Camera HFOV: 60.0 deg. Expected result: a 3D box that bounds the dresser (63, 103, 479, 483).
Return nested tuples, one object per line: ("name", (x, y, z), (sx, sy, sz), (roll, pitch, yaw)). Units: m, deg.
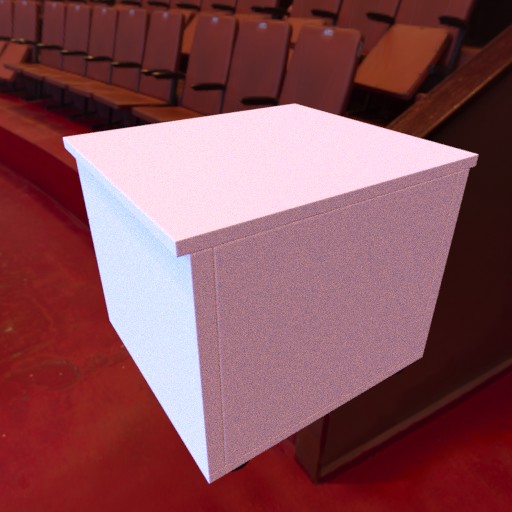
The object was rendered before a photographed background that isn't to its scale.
("dresser", (0.000, 0.000, 0.707), (0.430, 0.360, 0.400), (-19, 35, -29))
